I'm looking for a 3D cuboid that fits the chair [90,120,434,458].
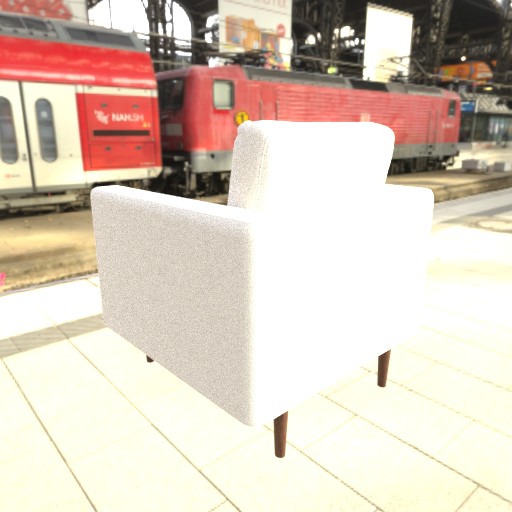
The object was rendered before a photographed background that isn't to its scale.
[{"bbox_3d":[0.000,0.000,1.558,0.831,0.899,0.879,-14,21,-41],"label":"chair"}]
